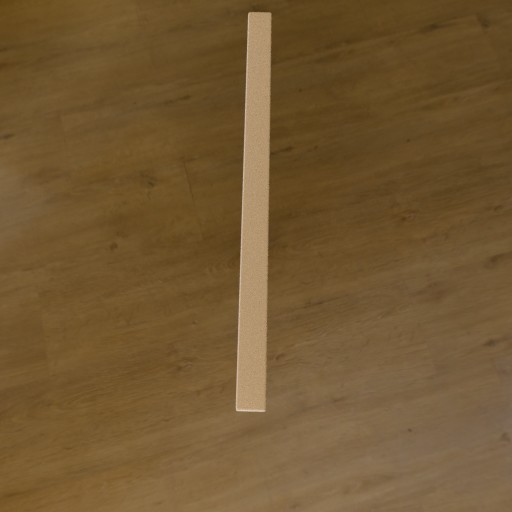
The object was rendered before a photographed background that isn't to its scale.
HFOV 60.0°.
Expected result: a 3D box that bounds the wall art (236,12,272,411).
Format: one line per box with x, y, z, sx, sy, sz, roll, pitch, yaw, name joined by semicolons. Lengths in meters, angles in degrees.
0.000;0.000;0.738;0.028;0.556;0.454;1;74;0;wall art
